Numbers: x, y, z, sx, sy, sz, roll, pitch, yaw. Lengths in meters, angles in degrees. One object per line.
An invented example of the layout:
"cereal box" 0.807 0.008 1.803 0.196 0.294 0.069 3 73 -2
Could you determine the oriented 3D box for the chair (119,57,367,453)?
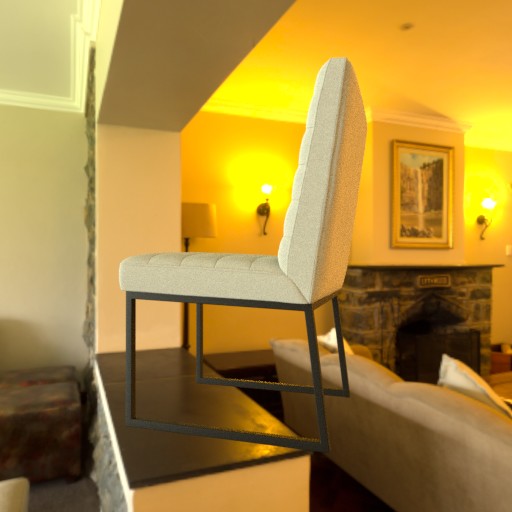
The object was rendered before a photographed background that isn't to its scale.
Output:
"chair" 0.000 0.000 1.339 0.634 0.930 0.520 0 -1 18
